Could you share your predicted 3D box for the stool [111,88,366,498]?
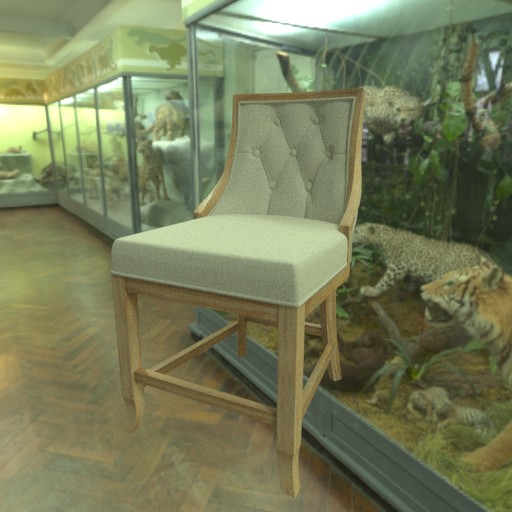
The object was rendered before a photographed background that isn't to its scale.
[{"bbox_3d":[0.000,0.000,1.276,0.524,0.938,0.626,8,17,26],"label":"stool"}]
